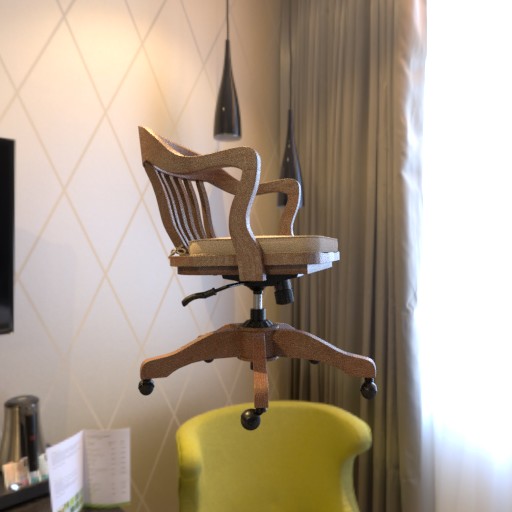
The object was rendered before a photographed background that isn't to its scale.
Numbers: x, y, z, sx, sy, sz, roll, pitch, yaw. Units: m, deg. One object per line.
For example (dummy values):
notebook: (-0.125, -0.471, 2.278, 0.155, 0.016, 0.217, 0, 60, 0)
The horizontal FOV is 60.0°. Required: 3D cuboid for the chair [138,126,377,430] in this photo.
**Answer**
chair: (0.000, 0.000, 1.486, 0.788, 0.878, 0.750, 0, 1, 17)
